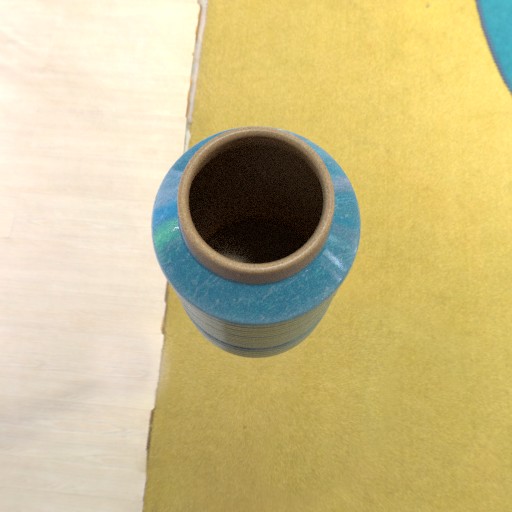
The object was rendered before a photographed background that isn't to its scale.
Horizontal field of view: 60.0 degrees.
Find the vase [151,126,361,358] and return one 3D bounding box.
[{"bbox_3d":[0.000,0.000,0.381,0.163,0.267,0.163,0,75,0],"label":"vase"}]
